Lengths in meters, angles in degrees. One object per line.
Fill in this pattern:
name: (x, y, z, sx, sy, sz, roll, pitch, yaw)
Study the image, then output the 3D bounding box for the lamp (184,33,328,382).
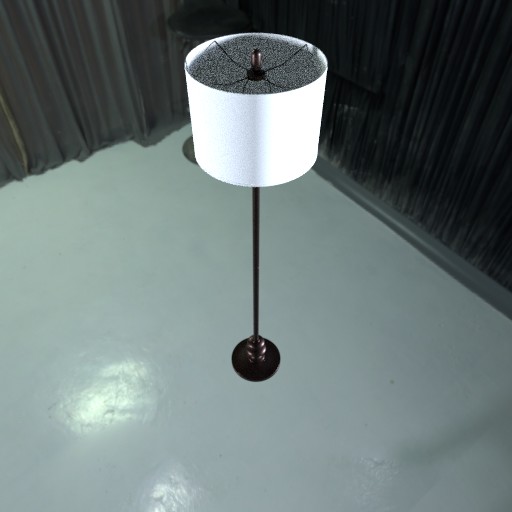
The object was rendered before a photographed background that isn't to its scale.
lamp: (0.000, 0.000, 1.633, 0.356, 1.487, 0.356, -31, 54, -26)
